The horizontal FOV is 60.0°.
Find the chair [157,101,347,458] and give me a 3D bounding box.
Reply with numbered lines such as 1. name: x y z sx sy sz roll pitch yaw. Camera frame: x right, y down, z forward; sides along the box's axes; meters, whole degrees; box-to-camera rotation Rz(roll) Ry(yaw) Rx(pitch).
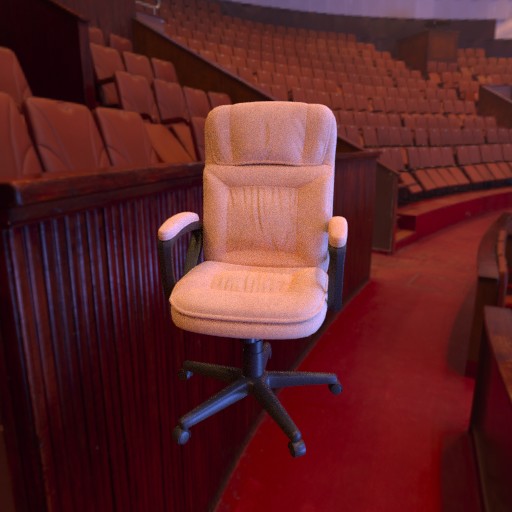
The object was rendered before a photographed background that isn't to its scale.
1. chair: 0.000 0.000 1.598 0.667 1.105 0.724 3 15 10
